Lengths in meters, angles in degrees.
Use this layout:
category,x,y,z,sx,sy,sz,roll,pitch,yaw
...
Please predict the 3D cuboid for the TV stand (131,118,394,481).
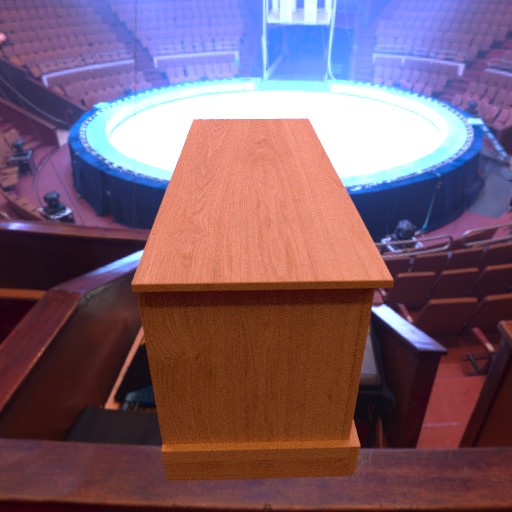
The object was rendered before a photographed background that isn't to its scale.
category,x,y,z,sx,sy,sz,roll,pitch,yaw
TV stand,0.000,0.000,1.333,0.440,0.550,1.080,-1,31,-1
